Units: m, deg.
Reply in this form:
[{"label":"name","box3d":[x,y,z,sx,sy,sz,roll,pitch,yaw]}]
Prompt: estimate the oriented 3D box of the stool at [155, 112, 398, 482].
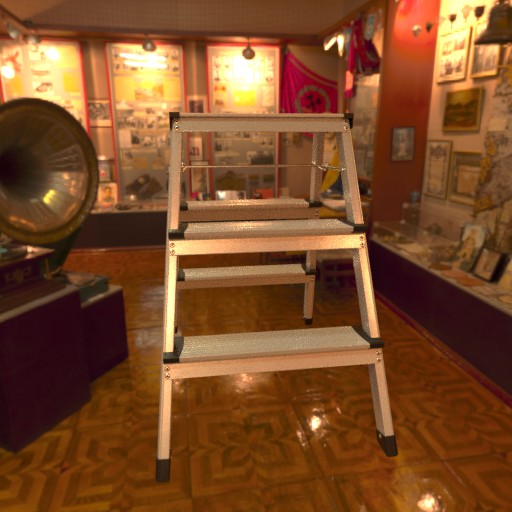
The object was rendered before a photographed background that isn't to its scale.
[{"label":"stool","box3d":[0.000,0.000,0.992,0.437,0.605,0.622,-2,16,-8]}]
